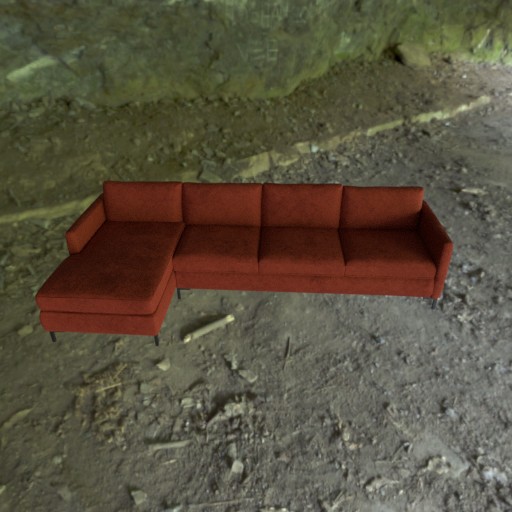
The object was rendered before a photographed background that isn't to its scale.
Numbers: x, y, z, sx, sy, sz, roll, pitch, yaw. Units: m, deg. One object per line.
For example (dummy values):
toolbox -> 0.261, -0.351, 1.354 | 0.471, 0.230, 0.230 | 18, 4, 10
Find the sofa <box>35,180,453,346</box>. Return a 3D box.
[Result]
sofa -> 0.000, 0.000, 2.909 | 2.467, 0.663, 1.136 | 2, 31, 3
